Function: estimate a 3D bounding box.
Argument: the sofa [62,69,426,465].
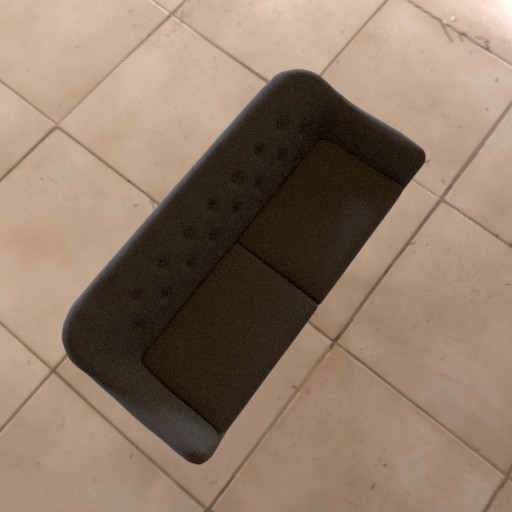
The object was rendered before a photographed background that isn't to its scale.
[{"bbox_3d":[0.000,0.000,2.233,0.820,0.820,1.840,37,78,9],"label":"sofa"}]
